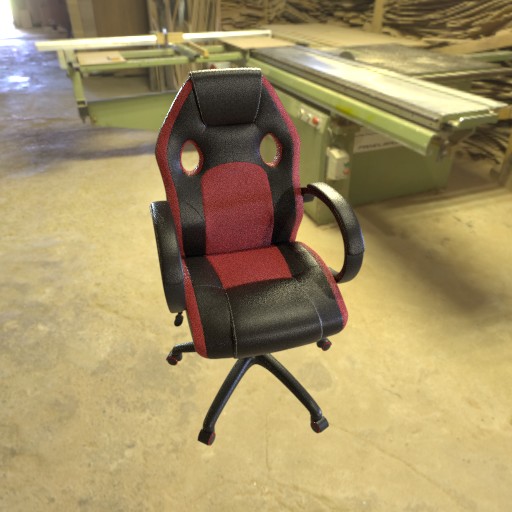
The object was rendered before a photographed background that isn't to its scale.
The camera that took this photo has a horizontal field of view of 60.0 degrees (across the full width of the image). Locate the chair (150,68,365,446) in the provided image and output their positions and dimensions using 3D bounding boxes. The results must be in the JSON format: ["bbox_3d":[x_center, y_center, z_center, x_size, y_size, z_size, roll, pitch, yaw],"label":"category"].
[{"bbox_3d":[0.000,0.000,1.642,0.750,1.189,0.783,-9,33,-14],"label":"chair"}]
